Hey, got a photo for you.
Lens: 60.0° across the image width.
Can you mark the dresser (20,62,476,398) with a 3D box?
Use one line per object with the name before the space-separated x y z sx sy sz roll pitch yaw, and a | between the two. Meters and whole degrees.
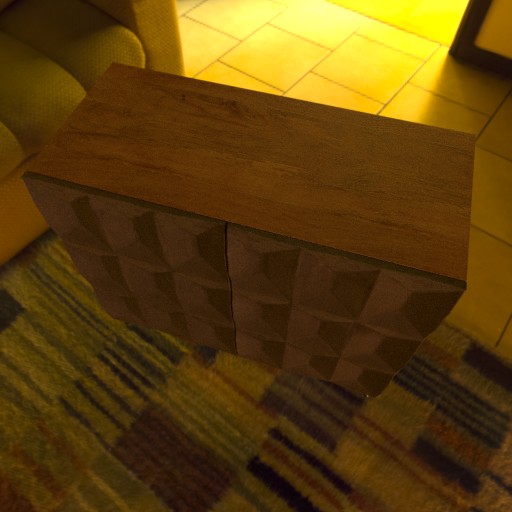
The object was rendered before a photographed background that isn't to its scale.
dresser | 0.000 0.000 1.370 0.967 0.847 0.446 15 59 9
